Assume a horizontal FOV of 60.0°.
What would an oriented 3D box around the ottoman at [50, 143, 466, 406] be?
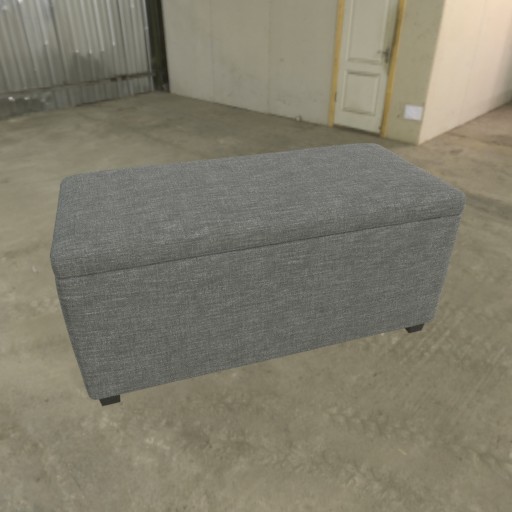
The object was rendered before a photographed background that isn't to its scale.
[{"bbox_3d":[0.000,0.000,1.140,0.902,0.432,0.419,-10,33,-15],"label":"ottoman"}]
